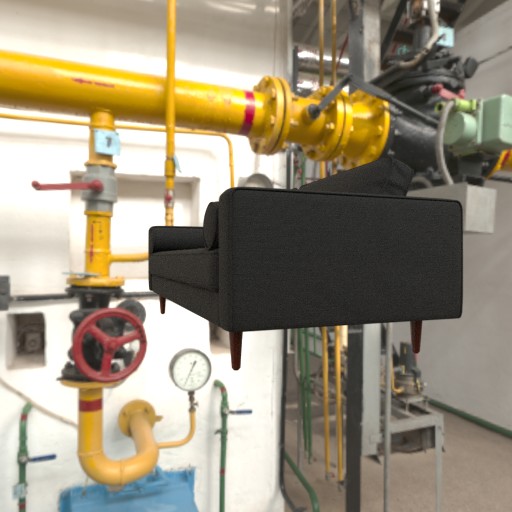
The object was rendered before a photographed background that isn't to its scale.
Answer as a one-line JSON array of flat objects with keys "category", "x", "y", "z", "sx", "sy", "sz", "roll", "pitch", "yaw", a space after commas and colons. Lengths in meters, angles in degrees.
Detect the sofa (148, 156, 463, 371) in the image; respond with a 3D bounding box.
[{"category": "sofa", "x": 0.000, "y": 0.000, "z": 2.312, "sx": 0.914, "sy": 0.759, "sz": 1.875, "roll": 0, "pitch": 0, "yaw": -21}]
